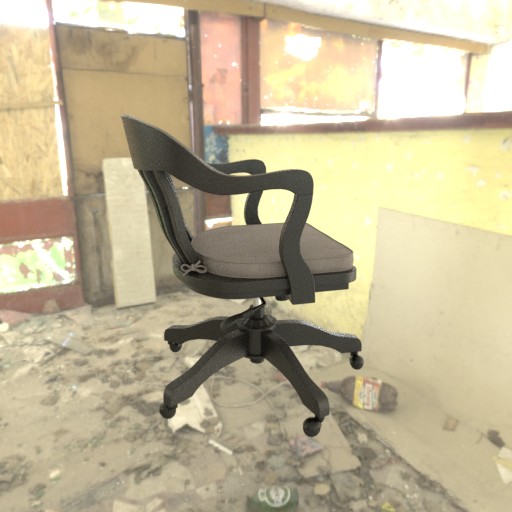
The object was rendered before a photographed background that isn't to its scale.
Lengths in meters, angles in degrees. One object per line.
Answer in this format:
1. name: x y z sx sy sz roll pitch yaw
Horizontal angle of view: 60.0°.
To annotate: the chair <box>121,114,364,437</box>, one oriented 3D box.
1. chair: 0.000 0.000 1.457 0.788 0.878 0.750 -3 15 -11
